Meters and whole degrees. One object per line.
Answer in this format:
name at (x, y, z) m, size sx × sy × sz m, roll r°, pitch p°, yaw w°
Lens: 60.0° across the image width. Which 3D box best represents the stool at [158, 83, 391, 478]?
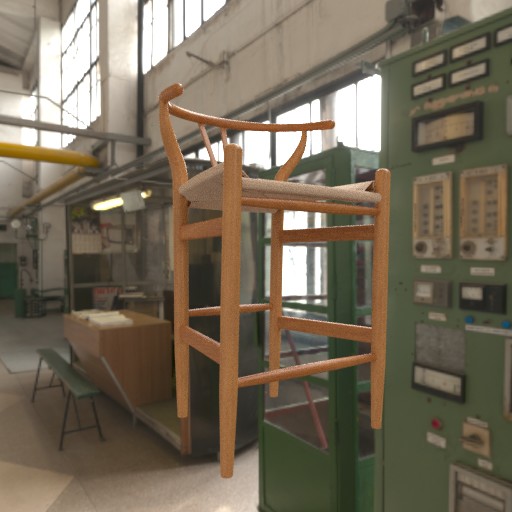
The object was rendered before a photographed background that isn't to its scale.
stool at (0.000, 0.000, 1.319) m, size 0.569 × 0.970 × 0.579 m, roll 0°, pitch 0°, yaw -34°
